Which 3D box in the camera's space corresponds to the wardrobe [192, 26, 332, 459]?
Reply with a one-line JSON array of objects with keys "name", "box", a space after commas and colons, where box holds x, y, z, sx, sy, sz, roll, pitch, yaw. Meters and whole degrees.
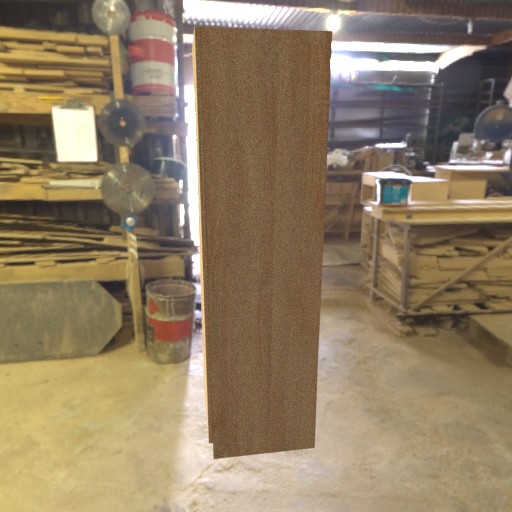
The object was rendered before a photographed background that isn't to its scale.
[{"name": "wardrobe", "box": [0.000, 0.000, 2.379, 0.588, 2.117, 0.496, -2, 16, -9]}]
